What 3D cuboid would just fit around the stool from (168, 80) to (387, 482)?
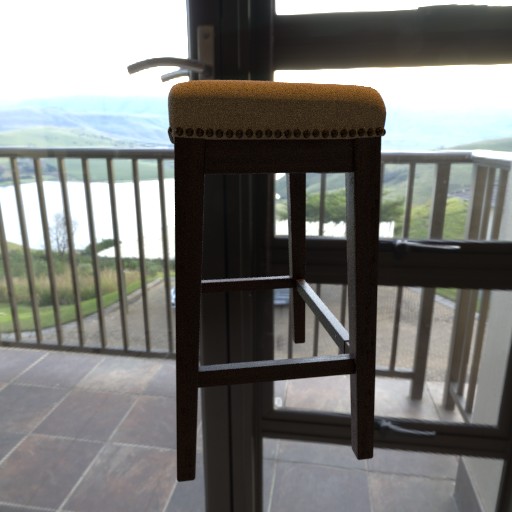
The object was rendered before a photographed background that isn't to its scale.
[{"bbox_3d":[0.000,0.000,0.953,0.363,0.669,0.509,-3,16,-9],"label":"stool"}]
